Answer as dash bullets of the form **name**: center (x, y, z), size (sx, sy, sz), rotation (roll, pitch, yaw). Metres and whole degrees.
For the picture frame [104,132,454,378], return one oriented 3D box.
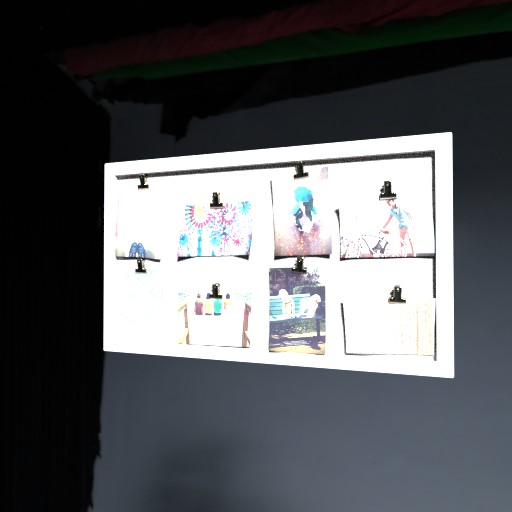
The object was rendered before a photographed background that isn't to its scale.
- **picture frame**: center (0.000, 0.000, 0.795), size (0.647, 0.379, 0.044), rotation (0, -1, 19)
